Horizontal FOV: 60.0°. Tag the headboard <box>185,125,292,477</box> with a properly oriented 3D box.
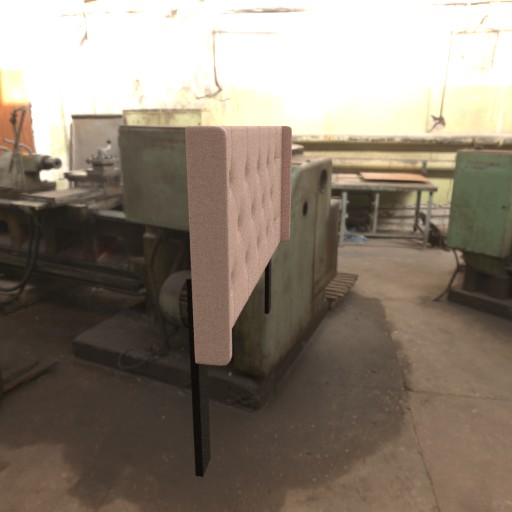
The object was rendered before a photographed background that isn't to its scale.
[{"bbox_3d":[0.000,0.000,2.702,0.184,1.524,2.051,3,17,10],"label":"headboard"}]
